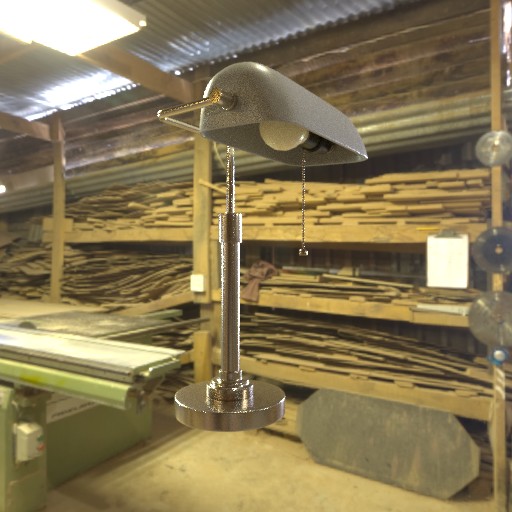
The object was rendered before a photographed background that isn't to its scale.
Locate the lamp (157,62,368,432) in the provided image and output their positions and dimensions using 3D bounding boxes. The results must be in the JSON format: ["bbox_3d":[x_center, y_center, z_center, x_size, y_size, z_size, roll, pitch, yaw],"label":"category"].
[{"bbox_3d":[0.000,0.000,0.556,0.227,0.404,0.269,0,0,36],"label":"lamp"}]
